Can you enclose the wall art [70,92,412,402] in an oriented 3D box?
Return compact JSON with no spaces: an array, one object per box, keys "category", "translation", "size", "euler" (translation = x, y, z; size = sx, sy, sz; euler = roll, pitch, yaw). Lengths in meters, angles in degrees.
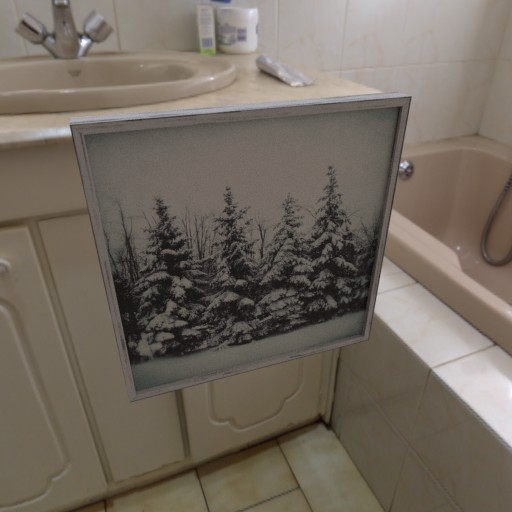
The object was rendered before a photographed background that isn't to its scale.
[{"category":"wall art","translation":[0.000,0.000,0.770],"size":[0.506,0.506,0.038],"euler":[-10,33,-17]}]
